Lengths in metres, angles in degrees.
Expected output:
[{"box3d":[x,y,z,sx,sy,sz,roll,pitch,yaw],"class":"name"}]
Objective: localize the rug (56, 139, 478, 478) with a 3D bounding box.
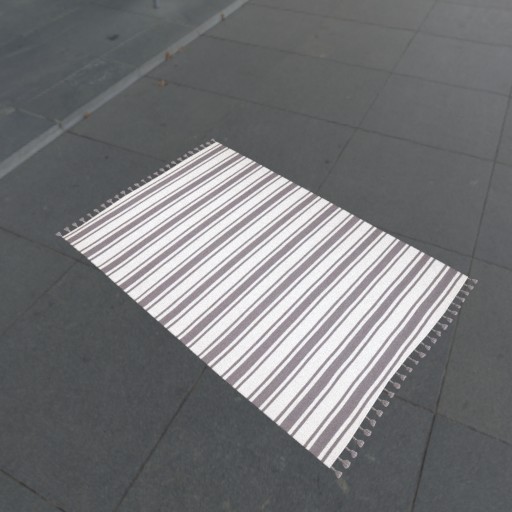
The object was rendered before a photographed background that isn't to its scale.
[{"box3d":[0.000,0.000,2.972,2.425,0.014,1.563,34,56,26],"class":"rug"}]
